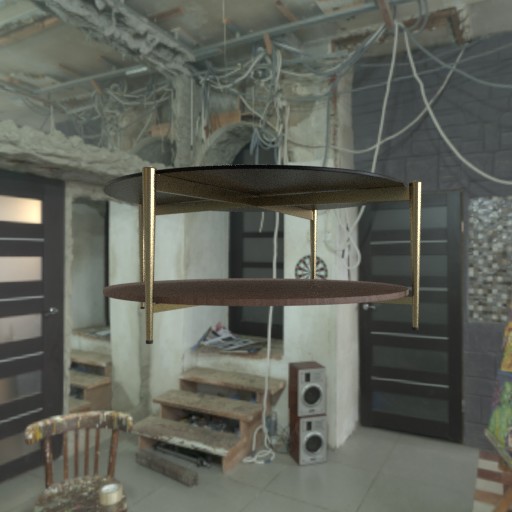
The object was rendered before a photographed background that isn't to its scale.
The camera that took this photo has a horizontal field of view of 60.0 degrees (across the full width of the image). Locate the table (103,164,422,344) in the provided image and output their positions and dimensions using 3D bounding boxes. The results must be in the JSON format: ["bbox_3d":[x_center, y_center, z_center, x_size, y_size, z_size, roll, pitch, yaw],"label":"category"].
[{"bbox_3d":[0.000,0.000,1.440,0.938,0.400,0.938,0,0,-1],"label":"table"}]
